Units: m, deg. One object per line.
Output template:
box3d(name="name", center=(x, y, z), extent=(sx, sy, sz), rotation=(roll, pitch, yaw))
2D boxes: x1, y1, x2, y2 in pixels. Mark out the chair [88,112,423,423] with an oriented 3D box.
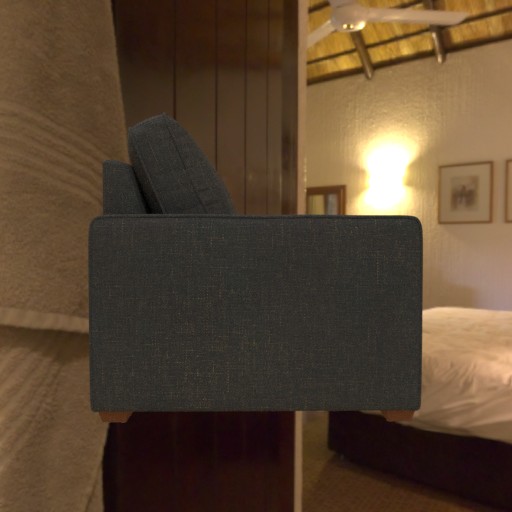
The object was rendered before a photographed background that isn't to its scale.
box3d(name="chair", center=(0.000, 0.000, 1.706), extent=(0.940, 0.919, 1.017), rotation=(0, 2, -1))
